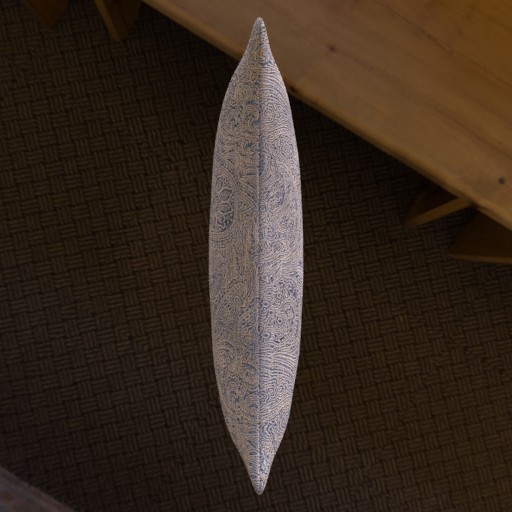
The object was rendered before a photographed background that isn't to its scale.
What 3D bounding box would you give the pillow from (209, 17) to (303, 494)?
[{"bbox_3d":[0.000,0.000,0.714,0.151,0.295,0.615,0,89,-2],"label":"pillow"}]
